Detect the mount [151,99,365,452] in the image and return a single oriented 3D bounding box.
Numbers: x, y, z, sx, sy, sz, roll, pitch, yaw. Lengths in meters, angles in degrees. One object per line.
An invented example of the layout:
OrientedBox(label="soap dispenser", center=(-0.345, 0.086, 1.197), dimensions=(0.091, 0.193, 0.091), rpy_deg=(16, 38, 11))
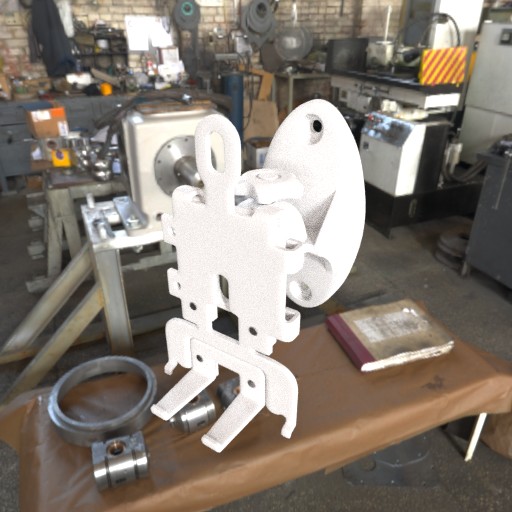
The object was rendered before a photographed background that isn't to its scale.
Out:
OrientedBox(label="mount", center=(0.000, 0.000, 0.179), dimensions=(0.066, 0.118, 0.100), rpy_deg=(18, 33, 29))
